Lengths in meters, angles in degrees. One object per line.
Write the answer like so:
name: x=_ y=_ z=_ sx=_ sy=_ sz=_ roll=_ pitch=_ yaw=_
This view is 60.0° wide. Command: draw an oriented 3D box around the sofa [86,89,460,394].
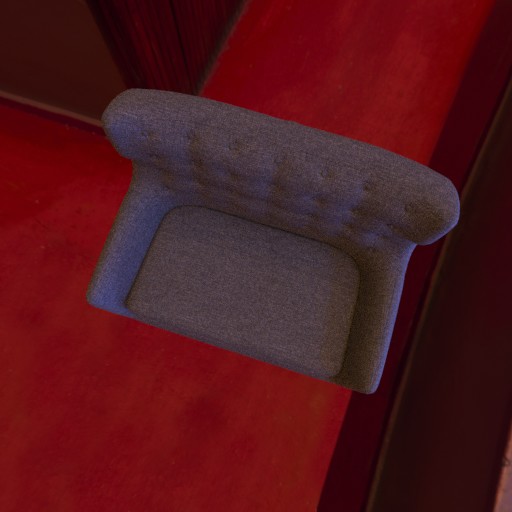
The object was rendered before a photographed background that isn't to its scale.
sofa: x=0.000 y=0.000 z=2.021 sx=1.358 sy=1.028 sz=0.874 roll=17 pitch=77 yaw=4
